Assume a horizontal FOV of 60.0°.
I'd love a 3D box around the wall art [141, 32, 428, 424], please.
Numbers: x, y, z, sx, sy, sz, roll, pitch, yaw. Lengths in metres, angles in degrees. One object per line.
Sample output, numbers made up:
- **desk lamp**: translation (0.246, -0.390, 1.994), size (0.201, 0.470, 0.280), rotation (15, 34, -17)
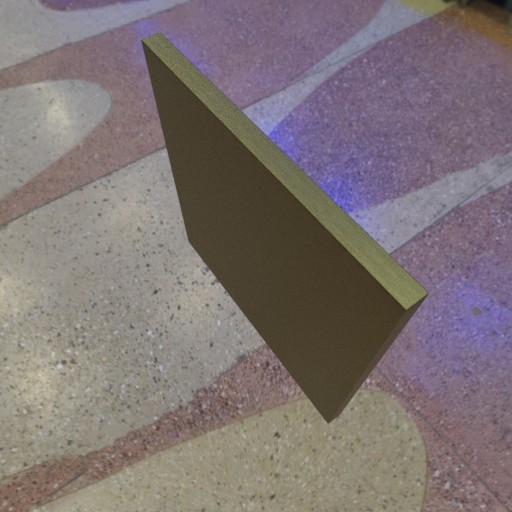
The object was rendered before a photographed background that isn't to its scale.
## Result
- **wall art**: translation (0.000, 0.000, 0.724), size (0.031, 0.506, 0.503), rotation (-31, 63, -18)
